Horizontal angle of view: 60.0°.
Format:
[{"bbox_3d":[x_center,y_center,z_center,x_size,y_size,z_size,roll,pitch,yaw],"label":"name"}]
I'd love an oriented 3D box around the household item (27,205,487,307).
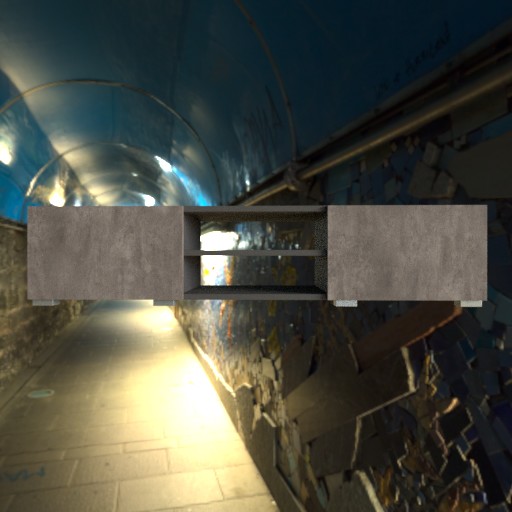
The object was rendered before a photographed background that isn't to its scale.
[{"bbox_3d":[0.000,0.000,1.557,1.400,0.310,0.420,0,0,1],"label":"household item"}]
